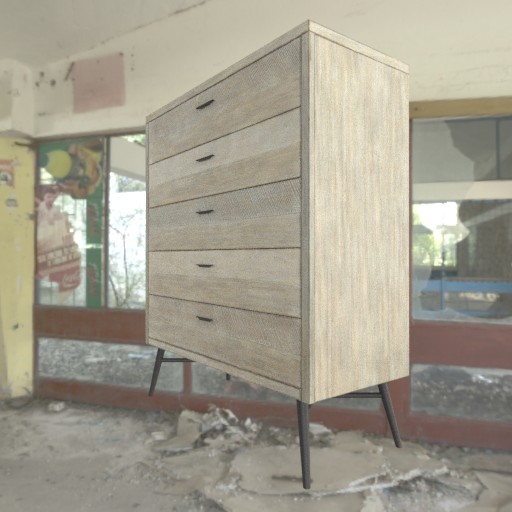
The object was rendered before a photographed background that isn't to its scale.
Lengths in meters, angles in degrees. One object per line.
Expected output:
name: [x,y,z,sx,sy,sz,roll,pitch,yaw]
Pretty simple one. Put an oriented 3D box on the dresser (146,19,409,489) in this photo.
dresser: [0.000,0.000,1.676,0.457,1.219,1.016,0,0,-38]
